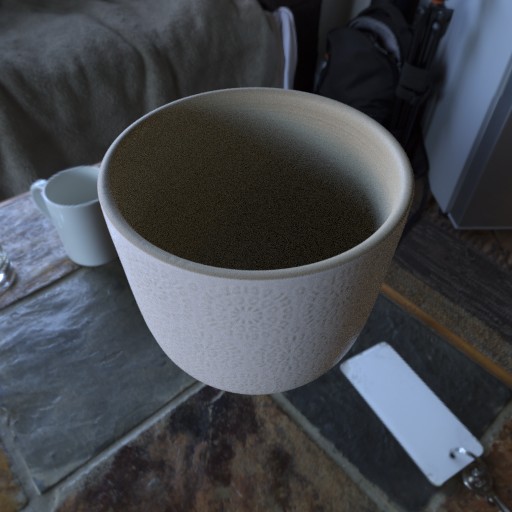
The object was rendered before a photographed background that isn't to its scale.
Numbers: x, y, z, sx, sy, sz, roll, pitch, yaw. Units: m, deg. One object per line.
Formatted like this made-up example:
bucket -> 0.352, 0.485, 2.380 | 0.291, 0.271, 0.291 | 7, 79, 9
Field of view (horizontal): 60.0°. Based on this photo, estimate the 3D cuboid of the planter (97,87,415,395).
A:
planter -> 0.000, 0.000, 0.367 | 0.208, 0.190, 0.208 | 0, 47, 0
